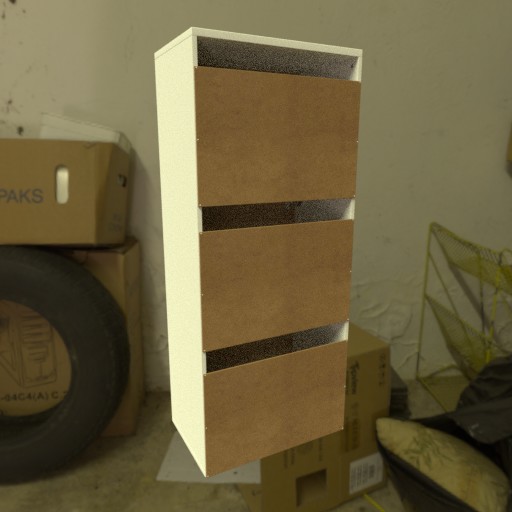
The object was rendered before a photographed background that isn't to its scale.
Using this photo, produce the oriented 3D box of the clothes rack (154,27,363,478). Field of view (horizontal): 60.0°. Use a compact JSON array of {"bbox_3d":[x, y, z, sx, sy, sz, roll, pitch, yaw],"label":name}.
[{"bbox_3d":[0.000,0.000,1.391,0.500,1.187,0.331,-7,15,-27],"label":"clothes rack"}]
